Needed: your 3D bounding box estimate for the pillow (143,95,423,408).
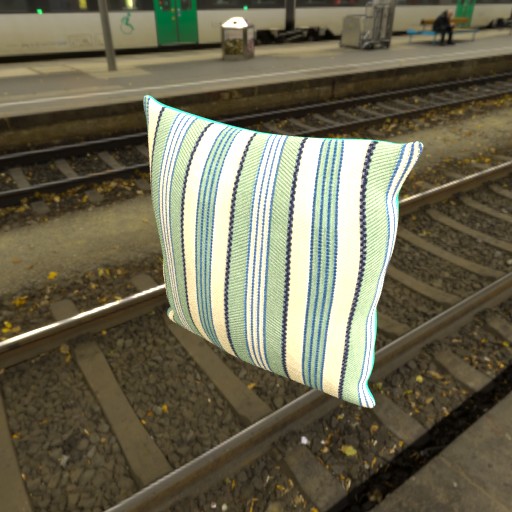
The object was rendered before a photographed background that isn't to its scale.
[{"bbox_3d":[0.000,0.000,0.695,0.440,0.441,0.182,18,35,28],"label":"pillow"}]
